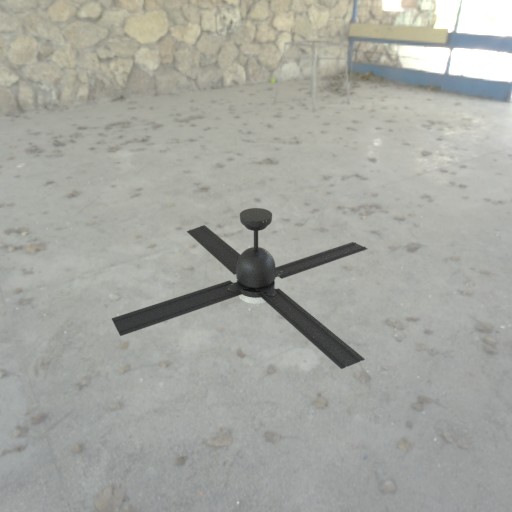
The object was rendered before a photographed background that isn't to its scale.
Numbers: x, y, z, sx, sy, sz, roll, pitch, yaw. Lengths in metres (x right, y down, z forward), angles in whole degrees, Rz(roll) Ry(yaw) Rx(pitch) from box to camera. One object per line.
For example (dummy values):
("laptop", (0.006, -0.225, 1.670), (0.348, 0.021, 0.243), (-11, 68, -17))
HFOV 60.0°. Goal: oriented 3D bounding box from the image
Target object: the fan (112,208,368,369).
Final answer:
("fan", (0.000, 0.000, 2.007), (1.319, 0.410, 1.319), (-18, 34, -29))
